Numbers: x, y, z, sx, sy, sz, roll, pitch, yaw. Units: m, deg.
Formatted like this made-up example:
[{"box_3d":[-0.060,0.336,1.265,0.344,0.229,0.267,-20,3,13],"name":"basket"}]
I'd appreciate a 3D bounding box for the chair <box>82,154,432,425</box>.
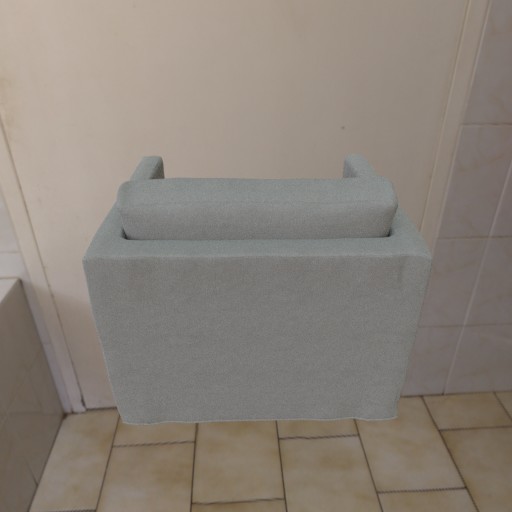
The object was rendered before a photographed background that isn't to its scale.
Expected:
[{"box_3d":[0.000,0.000,1.798,1.057,0.863,0.949,-1,31,-1],"name":"chair"}]
